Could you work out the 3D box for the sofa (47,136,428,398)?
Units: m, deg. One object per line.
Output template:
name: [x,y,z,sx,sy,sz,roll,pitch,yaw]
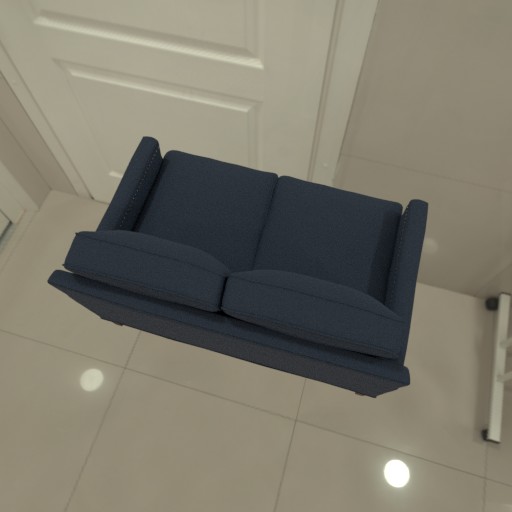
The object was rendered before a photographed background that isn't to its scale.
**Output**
sofa: [0.000,0.000,2.278,1.597,1.003,1.084,14,64,7]
